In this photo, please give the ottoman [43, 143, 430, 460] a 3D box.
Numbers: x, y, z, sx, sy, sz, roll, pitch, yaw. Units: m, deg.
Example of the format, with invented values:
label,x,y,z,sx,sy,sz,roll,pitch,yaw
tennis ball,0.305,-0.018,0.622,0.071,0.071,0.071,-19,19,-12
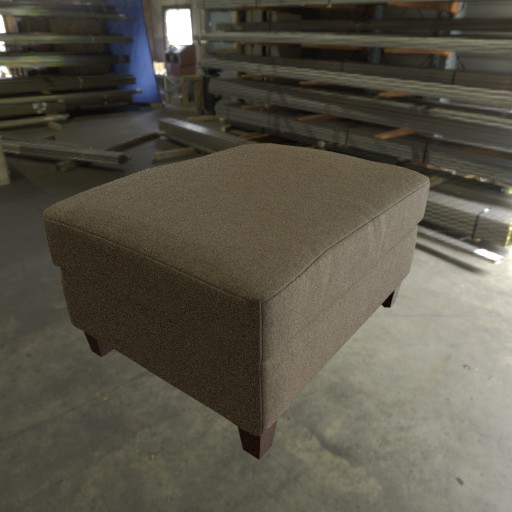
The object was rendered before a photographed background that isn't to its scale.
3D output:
label,x,y,z,sx,sy,sz,roll,pitch,yaw
ottoman,0.000,0.000,1.285,0.692,0.511,0.889,19,32,32
